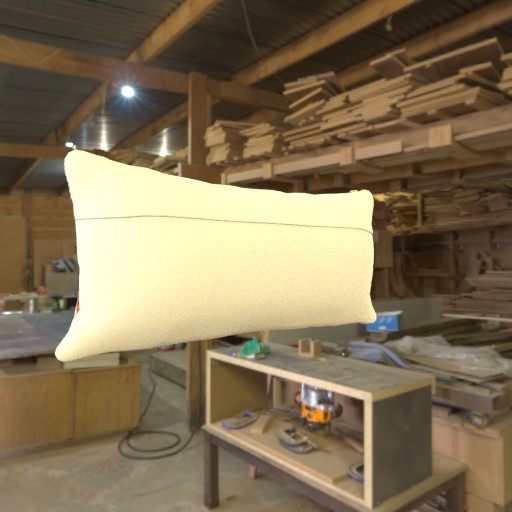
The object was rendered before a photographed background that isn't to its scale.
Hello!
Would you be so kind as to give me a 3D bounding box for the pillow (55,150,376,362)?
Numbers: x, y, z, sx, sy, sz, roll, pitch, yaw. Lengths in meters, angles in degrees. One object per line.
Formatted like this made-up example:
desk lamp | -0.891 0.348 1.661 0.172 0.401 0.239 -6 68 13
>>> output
pillow | 0.000 0.000 0.756 0.635 0.282 0.139 0 -1 -36
